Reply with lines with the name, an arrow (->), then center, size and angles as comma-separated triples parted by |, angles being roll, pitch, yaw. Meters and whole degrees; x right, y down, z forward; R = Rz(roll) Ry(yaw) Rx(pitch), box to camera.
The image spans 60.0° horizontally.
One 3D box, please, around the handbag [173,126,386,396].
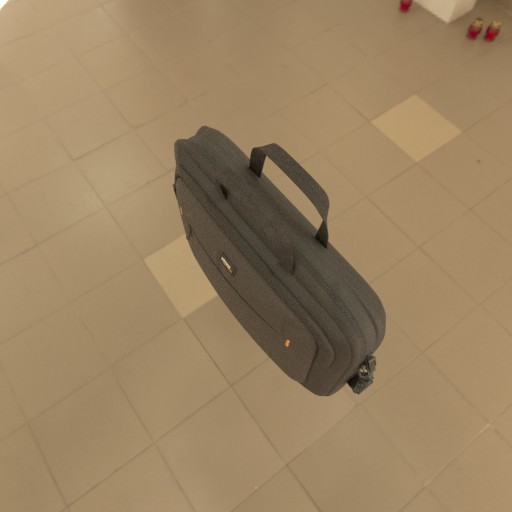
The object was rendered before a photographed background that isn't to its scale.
handbag -> 0.000, 0.000, 0.442 | 0.089, 0.244, 0.320 | -34, 67, -16
